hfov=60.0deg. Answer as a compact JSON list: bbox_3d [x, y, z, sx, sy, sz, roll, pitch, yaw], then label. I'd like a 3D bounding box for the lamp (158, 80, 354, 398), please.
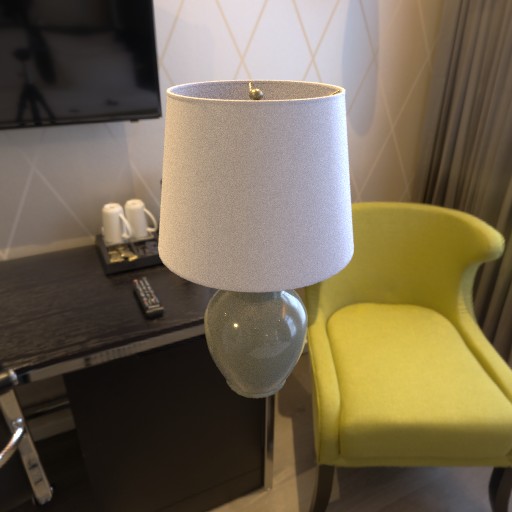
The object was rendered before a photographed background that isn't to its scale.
[{"bbox_3d":[0.000,0.000,0.562,0.239,0.399,0.239,0,27,0],"label":"lamp"}]
